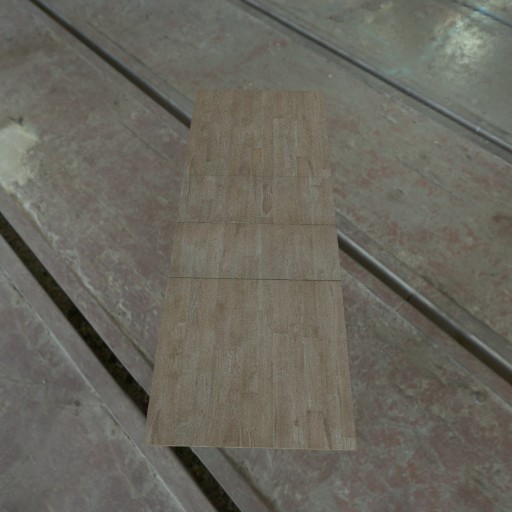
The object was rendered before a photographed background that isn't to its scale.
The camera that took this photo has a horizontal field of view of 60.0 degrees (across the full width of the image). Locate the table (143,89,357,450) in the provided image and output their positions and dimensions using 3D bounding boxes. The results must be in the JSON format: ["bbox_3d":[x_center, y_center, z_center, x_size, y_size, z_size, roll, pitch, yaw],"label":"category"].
[{"bbox_3d":[0.000,0.000,3.084,1.000,0.752,2.603,1,57,1],"label":"table"}]
